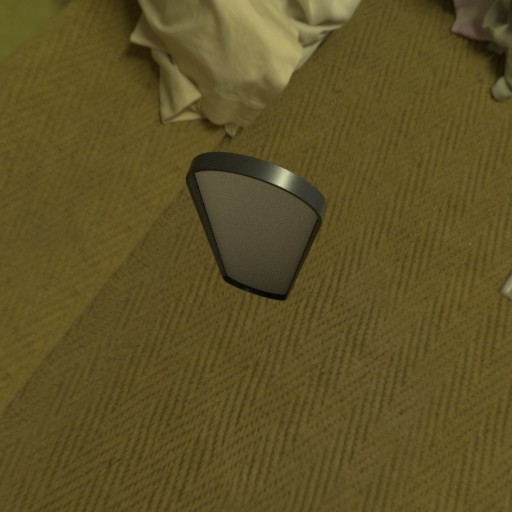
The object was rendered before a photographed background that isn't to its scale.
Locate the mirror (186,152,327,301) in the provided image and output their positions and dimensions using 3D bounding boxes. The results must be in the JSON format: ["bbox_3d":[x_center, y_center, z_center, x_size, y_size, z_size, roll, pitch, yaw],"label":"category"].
[{"bbox_3d":[0.000,0.000,1.074,0.222,0.991,0.032,18,77,4],"label":"mirror"}]
